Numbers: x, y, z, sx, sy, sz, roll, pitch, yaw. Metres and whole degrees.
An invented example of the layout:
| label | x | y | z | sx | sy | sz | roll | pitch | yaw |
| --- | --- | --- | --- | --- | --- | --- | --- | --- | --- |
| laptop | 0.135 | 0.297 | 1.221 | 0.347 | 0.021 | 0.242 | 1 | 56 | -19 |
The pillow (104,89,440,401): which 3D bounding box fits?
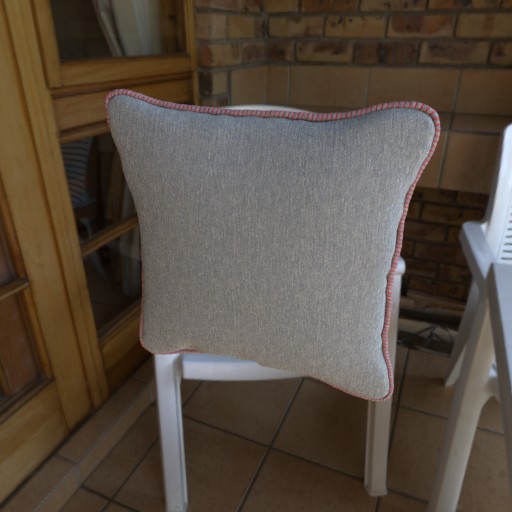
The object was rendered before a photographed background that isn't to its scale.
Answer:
| label | x | y | z | sx | sy | sz | roll | pitch | yaw |
| --- | --- | --- | --- | --- | --- | --- | --- | --- | --- |
| pillow | 0.000 | 0.000 | 0.711 | 0.482 | 0.491 | 0.124 | 8 | 28 | 15 |
